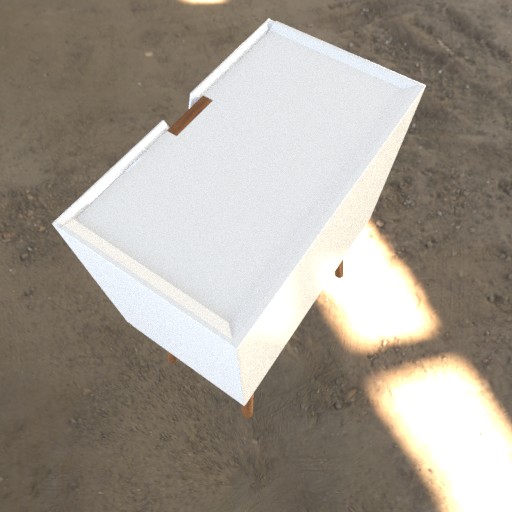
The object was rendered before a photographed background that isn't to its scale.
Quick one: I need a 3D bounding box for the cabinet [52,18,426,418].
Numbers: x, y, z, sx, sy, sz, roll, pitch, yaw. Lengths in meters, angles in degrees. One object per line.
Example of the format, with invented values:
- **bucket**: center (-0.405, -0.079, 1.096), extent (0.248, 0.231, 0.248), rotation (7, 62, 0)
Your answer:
- **cabinet**: center (0.000, 0.000, 1.075), extent (0.344, 0.772, 0.591), rotation (31, 67, 15)
